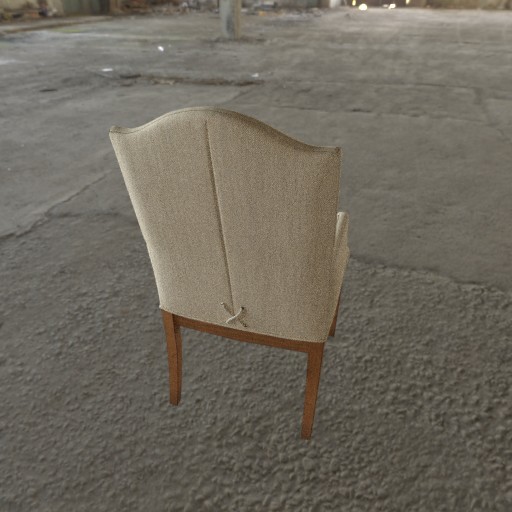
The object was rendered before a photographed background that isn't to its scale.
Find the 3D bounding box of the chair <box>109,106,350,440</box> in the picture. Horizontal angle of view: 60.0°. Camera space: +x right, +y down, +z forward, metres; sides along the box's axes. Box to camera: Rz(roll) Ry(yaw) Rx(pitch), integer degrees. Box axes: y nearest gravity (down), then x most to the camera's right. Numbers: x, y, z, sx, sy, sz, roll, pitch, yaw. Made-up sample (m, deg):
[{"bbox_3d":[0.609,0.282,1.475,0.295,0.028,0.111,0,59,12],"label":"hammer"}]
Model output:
[{"bbox_3d":[0.000,0.000,1.353,0.533,1.016,0.641,9,33,15],"label":"chair"}]
